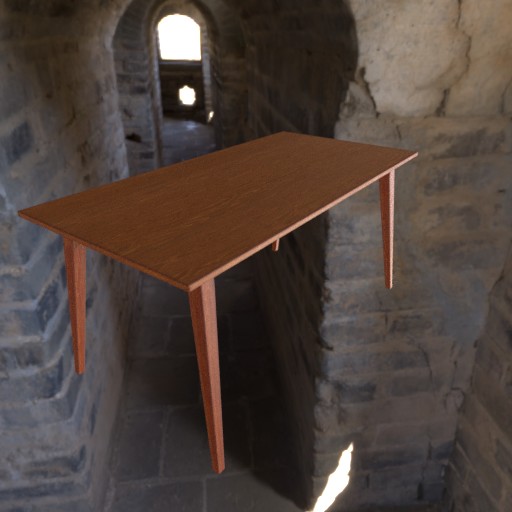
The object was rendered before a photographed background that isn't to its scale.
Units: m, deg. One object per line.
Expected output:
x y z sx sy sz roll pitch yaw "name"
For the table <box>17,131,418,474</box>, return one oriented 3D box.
0.000 0.000 2.023 0.811 0.755 1.609 19 33 32 "table"
